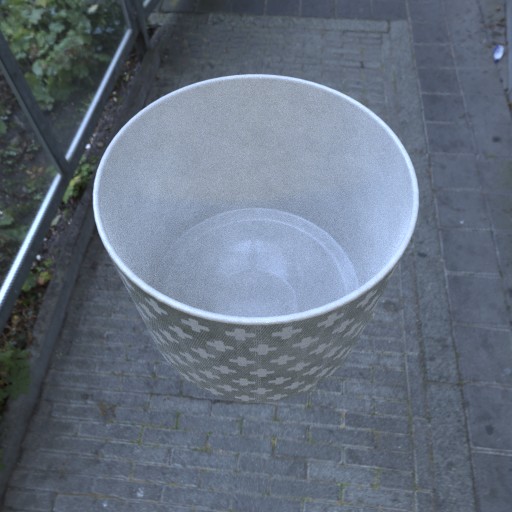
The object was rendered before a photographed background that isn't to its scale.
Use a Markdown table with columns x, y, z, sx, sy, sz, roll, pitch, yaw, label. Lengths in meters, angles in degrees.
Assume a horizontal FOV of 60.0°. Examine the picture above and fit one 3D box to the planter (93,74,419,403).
| x | y | z | sx | sy | sz | roll | pitch | yaw | label |
| --- | --- | --- | --- | --- | --- | --- | --- | --- | --- |
| 0.000 | 0.000 | 0.446 | 0.250 | 0.239 | 0.250 | 0 | 58 | 0 | planter |
